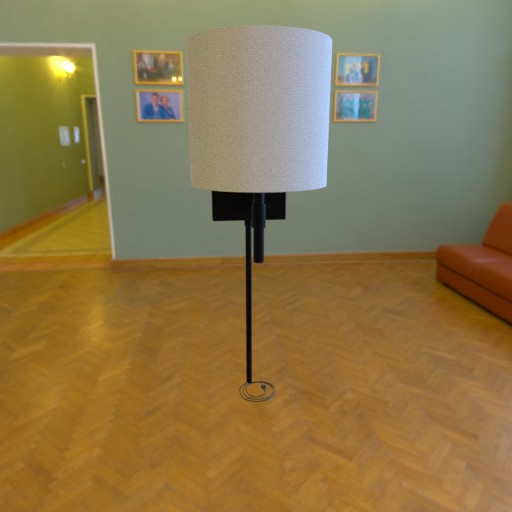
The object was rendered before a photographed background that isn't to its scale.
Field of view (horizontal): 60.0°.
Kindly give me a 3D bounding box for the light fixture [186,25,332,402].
[{"bbox_3d":[0.000,0.000,0.681,0.188,0.589,0.248,-2,15,-7],"label":"light fixture"}]
